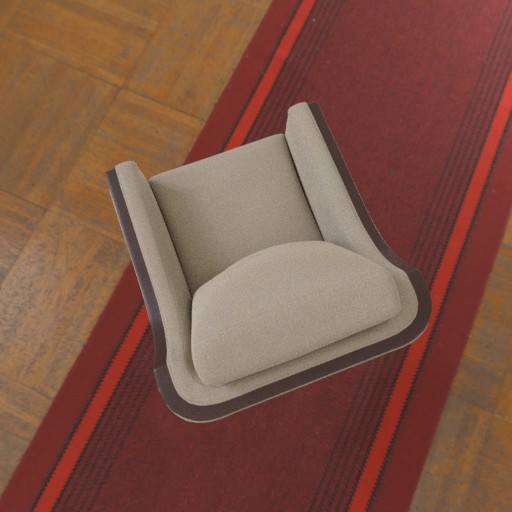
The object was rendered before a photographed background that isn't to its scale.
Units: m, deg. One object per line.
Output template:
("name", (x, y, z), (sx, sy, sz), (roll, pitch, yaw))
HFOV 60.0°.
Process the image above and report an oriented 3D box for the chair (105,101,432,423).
("chair", (0.000, 0.000, 1.662), (0.870, 0.930, 0.950), (-20, 77, -5))
